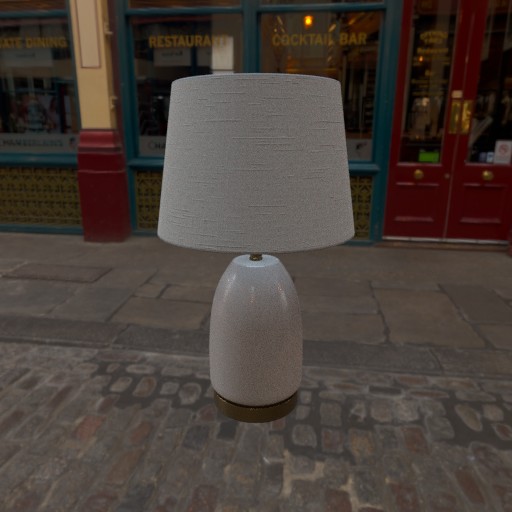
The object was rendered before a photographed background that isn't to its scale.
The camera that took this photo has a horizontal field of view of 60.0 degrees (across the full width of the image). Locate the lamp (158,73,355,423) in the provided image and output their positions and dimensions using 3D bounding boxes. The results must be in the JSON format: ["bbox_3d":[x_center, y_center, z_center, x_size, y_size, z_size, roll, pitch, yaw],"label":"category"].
[{"bbox_3d":[0.000,0.000,0.667,0.285,0.483,0.285,0,15,0],"label":"lamp"}]
